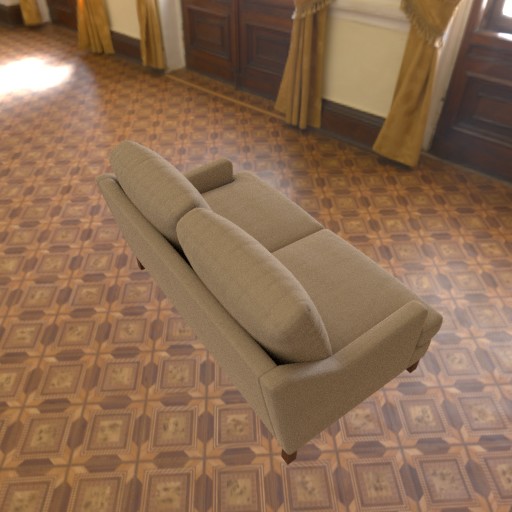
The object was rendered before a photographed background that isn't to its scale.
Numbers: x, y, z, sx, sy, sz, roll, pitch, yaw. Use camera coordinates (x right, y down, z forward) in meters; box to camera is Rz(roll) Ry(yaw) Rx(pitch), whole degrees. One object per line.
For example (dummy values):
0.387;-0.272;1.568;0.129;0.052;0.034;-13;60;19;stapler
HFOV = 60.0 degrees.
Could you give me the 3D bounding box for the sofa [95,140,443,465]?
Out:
0.000;0.000;2.261;1.004;0.910;1.619;-25;47;-26;sofa
